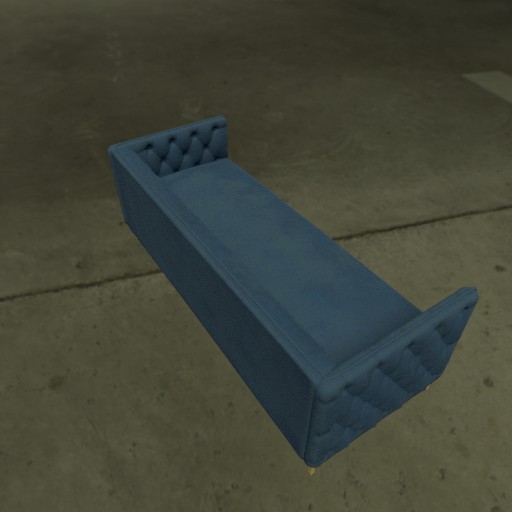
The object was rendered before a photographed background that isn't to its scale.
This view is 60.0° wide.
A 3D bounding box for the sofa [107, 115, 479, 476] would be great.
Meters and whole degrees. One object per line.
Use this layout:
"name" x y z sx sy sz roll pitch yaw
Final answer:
"sofa" 0.000 0.000 2.616 0.895 0.771 2.209 -24 47 -25
